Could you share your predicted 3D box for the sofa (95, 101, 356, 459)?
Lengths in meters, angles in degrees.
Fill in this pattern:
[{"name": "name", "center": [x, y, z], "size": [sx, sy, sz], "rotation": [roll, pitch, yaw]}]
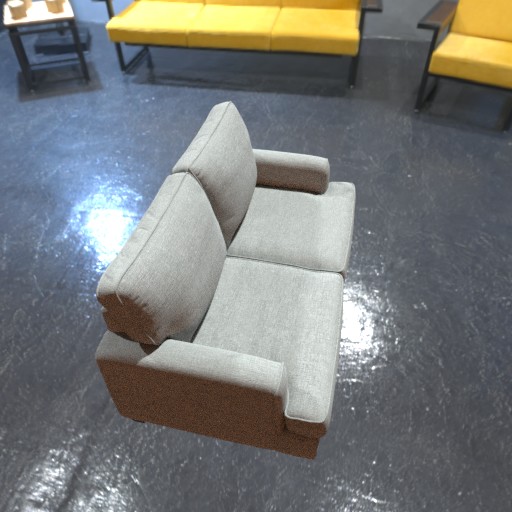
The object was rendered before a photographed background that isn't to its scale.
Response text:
[{"name": "sofa", "center": [0.000, 0.000, 2.288], "size": [0.965, 0.965, 1.651], "rotation": [9, 45, 9]}]
